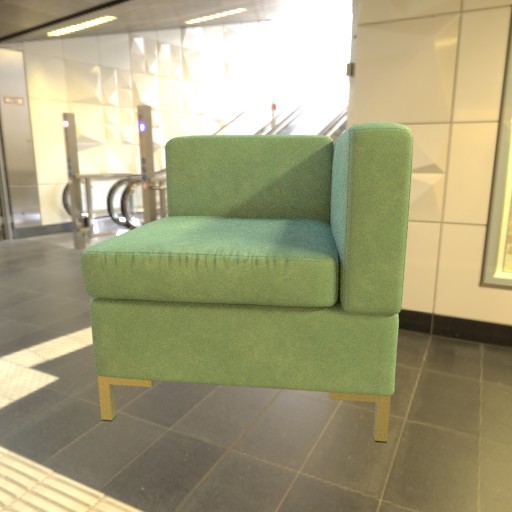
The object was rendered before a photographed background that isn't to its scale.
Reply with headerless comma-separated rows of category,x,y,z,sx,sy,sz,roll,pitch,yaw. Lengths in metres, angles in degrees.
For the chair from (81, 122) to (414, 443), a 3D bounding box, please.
chair,0.000,0.000,1.201,0.680,0.660,0.680,2,13,7
